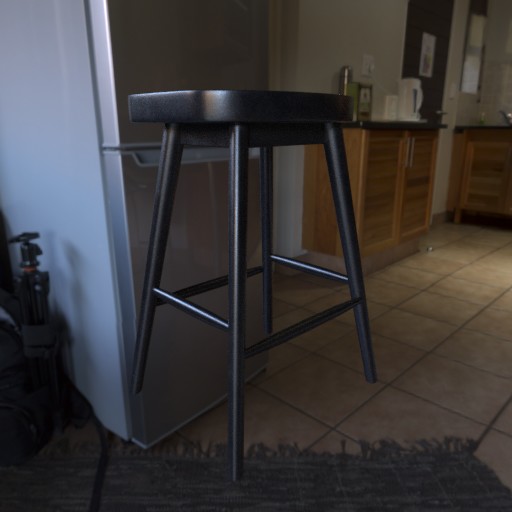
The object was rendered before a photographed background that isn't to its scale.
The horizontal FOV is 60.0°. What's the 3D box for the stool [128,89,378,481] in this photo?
[{"bbox_3d":[0.000,0.000,0.906,0.440,0.615,0.361,-15,23,-41],"label":"stool"}]
